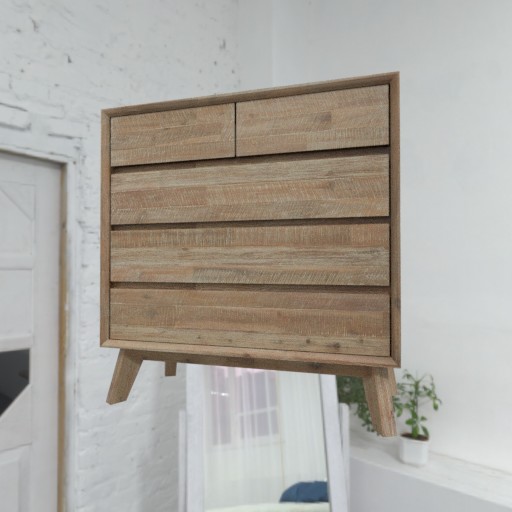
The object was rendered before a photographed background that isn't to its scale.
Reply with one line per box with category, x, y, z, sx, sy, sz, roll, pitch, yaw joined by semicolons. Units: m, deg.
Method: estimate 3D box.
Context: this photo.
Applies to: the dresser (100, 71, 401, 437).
dresser;0.000;0.000;1.609;0.998;1.029;0.455;0;-1;18
